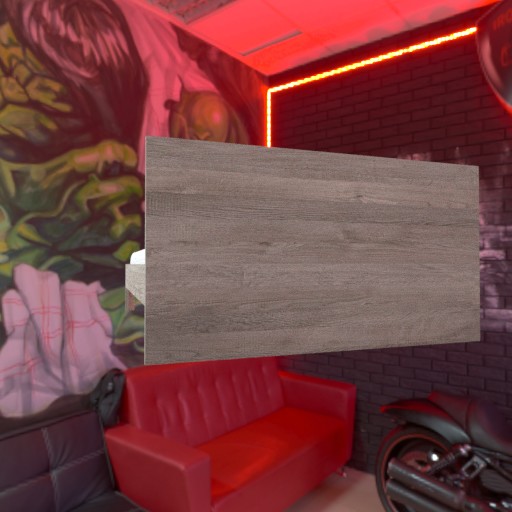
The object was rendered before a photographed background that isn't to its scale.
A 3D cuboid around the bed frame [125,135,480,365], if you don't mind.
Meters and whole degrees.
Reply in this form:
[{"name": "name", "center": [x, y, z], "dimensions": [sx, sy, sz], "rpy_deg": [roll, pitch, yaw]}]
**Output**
[{"name": "bed frame", "center": [0.000, 0.000, 2.708], "dimensions": [1.490, 0.800, 1.950], "rpy_deg": [0, -1, -19]}]
